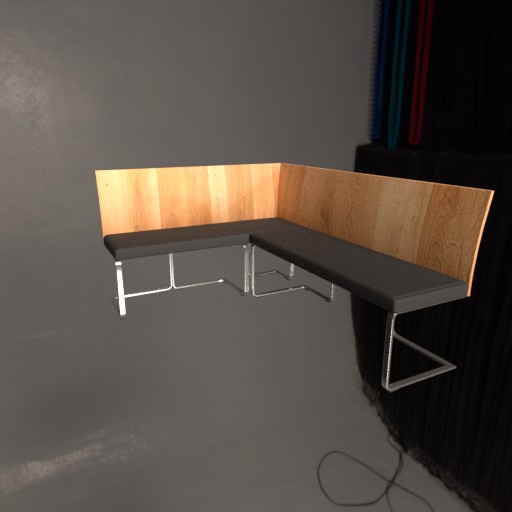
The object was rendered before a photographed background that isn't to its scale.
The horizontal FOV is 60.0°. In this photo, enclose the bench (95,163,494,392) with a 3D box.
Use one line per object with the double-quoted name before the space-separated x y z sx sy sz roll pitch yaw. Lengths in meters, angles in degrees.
"bench" 0.000 0.000 2.693 1.495 0.930 1.945 -8 18 -26
